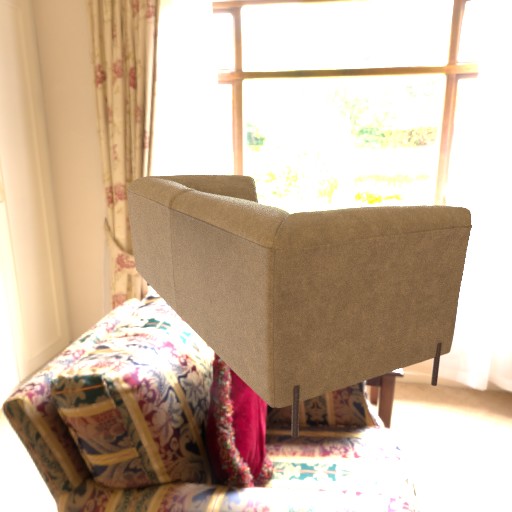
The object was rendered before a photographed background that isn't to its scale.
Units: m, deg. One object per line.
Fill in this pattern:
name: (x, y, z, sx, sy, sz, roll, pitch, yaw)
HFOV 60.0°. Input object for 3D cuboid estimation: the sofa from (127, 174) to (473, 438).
sofa: (0.000, 0.000, 2.328, 0.905, 0.747, 1.878, -8, 16, -27)
